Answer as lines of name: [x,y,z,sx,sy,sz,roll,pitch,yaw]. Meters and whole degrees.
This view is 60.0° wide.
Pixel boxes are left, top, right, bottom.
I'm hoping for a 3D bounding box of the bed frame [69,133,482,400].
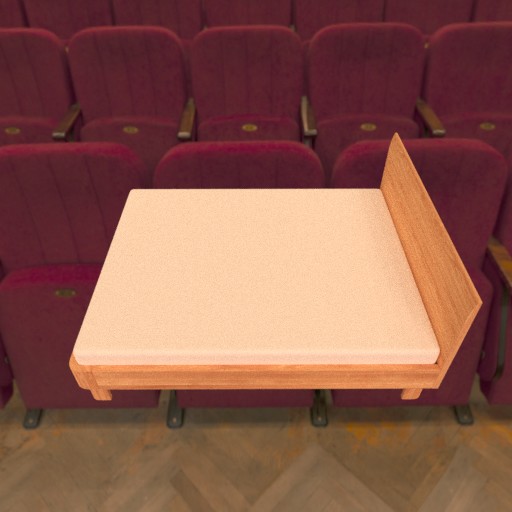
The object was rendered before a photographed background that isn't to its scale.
bed frame: [0.000,0.000,2.974,2.092,0.940,1.660,0,43,0]
